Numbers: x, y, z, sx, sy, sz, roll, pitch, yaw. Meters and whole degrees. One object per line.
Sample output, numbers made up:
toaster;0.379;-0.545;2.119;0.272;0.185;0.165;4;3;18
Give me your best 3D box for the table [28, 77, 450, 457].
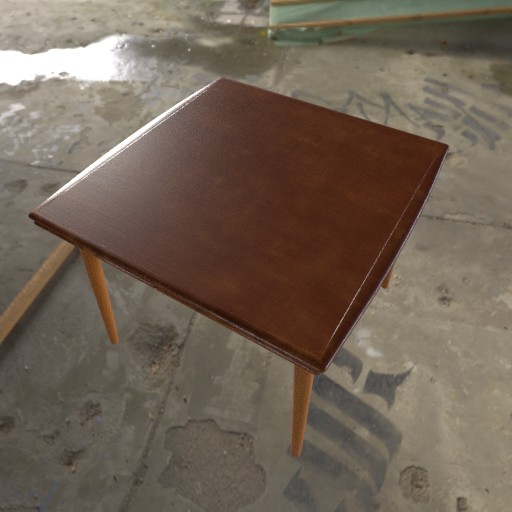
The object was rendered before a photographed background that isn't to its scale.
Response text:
table;0.000;0.000;1.669;0.991;0.754;0.991;25;53;20
